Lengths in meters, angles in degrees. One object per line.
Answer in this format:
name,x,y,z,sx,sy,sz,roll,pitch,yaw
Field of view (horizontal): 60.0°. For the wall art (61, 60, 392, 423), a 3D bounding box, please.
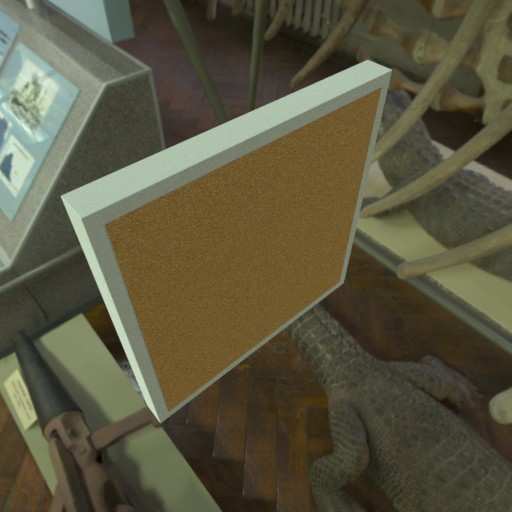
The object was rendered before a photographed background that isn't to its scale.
wall art,0.000,0.000,0.605,0.406,0.406,0.038,-33,55,-27
